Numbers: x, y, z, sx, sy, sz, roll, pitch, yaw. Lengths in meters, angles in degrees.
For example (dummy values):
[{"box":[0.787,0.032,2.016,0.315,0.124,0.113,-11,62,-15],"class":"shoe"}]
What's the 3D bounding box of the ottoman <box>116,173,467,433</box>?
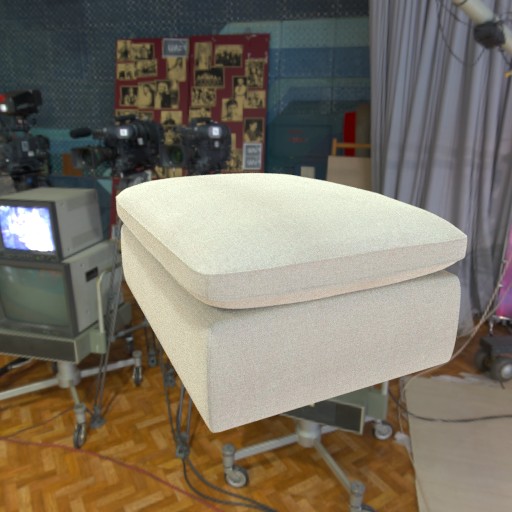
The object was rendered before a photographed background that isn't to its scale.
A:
[{"box":[0.000,0.000,1.341,0.686,0.453,0.984,-8,19,-24],"class":"ottoman"}]
